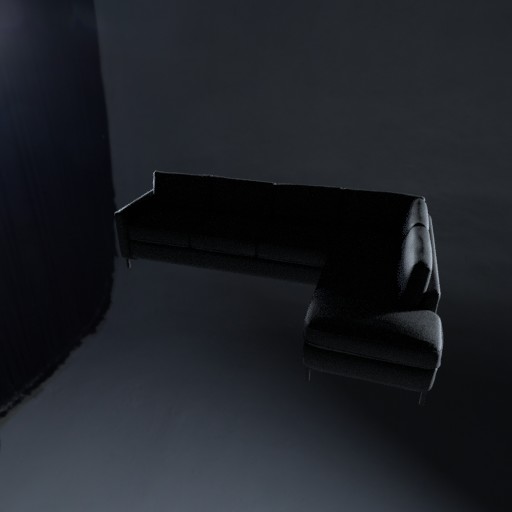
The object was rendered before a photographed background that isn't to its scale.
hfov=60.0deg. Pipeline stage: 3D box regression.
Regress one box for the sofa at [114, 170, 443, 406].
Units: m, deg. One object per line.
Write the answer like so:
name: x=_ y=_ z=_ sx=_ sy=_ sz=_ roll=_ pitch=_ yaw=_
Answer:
sofa: x=0.000 y=0.000 z=3.881 sx=2.972 sy=0.858 sz=1.984 roll=8 pitch=28 yaw=15
